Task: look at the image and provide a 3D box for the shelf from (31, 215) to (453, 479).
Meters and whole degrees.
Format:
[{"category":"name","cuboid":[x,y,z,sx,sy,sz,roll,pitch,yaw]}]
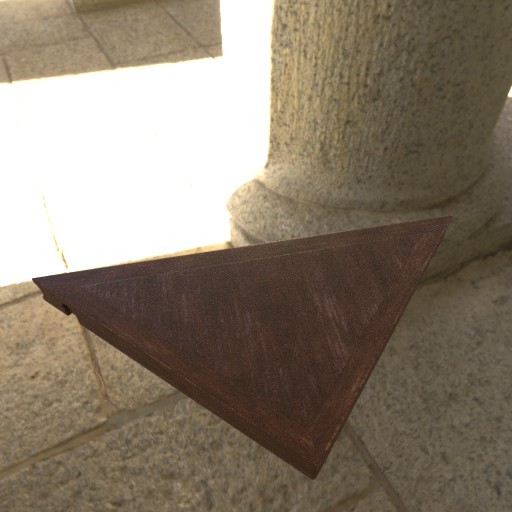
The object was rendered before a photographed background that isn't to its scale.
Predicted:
[{"category":"shelf","cuboid":[0.000,0.000,0.445,0.296,0.035,0.296,26,53,22]}]
